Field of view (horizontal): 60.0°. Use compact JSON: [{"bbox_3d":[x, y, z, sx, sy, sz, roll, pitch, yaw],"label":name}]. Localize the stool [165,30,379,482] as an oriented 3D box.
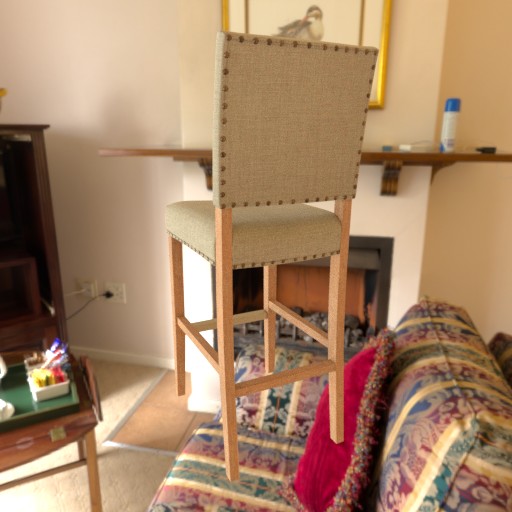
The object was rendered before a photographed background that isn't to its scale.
[{"bbox_3d":[0.000,0.000,1.441,0.445,1.203,0.585,-7,17,-25],"label":"stool"}]
